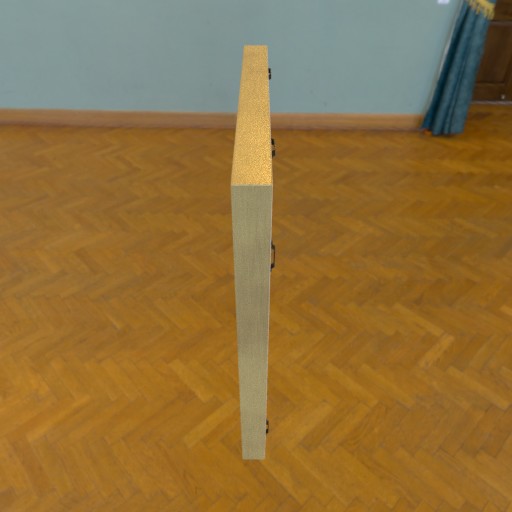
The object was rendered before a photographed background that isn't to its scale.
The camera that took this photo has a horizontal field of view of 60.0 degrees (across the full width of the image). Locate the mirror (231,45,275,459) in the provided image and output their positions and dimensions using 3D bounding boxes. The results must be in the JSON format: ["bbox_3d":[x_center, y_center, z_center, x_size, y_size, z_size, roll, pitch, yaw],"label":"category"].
[{"bbox_3d":[0.000,0.000,0.696,0.041,0.509,0.406,0,41,0],"label":"mirror"}]
